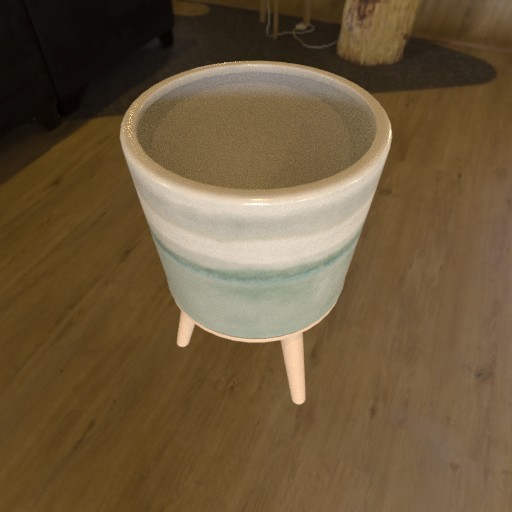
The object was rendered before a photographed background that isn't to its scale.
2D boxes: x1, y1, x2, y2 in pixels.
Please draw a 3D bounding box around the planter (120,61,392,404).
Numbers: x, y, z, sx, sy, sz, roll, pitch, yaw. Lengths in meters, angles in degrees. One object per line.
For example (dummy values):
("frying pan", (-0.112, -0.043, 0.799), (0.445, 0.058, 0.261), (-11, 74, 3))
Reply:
("planter", (0.000, 0.000, 0.583), (0.265, 0.404, 0.265), (32, 54, 27))
